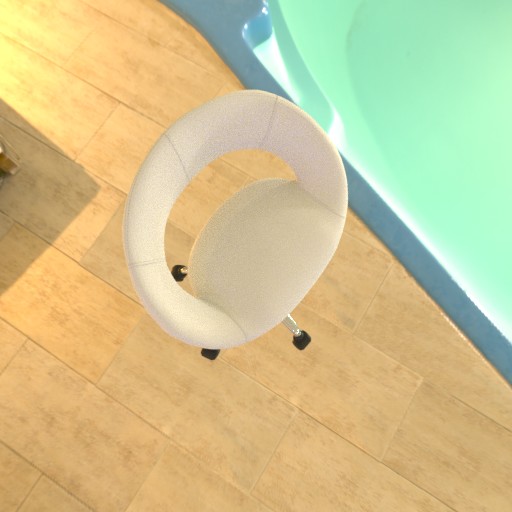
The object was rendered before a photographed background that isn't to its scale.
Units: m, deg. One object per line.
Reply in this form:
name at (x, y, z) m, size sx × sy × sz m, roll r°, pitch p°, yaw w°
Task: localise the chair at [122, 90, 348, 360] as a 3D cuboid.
chair at (0.000, 0.000, 1.195) m, size 0.538 × 0.791 × 0.612 m, roll 37°, pitch 78°, yaw 9°
